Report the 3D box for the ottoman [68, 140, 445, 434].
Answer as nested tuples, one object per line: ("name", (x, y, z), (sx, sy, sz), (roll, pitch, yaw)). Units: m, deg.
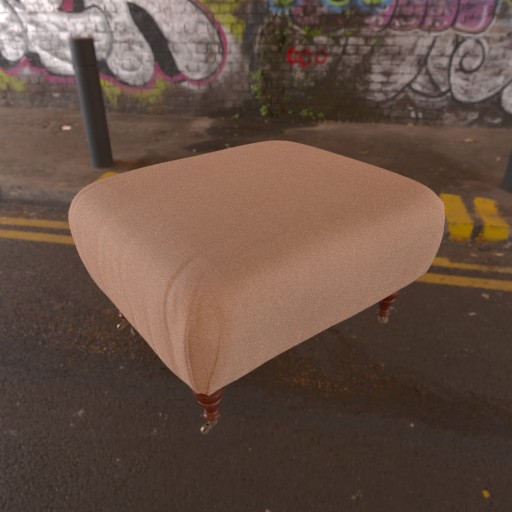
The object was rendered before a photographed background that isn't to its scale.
("ottoman", (0.000, 0.000, 1.139), (0.746, 0.450, 0.639), (-21, 36, -32))
